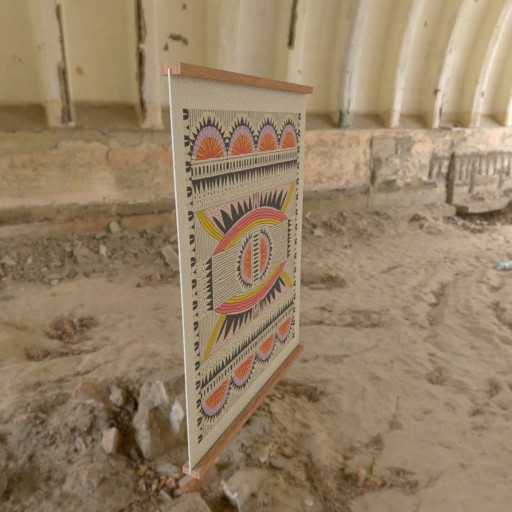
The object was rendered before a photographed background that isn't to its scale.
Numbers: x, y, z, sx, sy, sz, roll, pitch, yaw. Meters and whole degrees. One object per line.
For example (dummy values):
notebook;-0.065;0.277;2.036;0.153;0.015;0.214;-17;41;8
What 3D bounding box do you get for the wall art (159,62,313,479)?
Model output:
wall art;0.000;0.000;0.706;0.028;0.527;0.403;8;19;25
